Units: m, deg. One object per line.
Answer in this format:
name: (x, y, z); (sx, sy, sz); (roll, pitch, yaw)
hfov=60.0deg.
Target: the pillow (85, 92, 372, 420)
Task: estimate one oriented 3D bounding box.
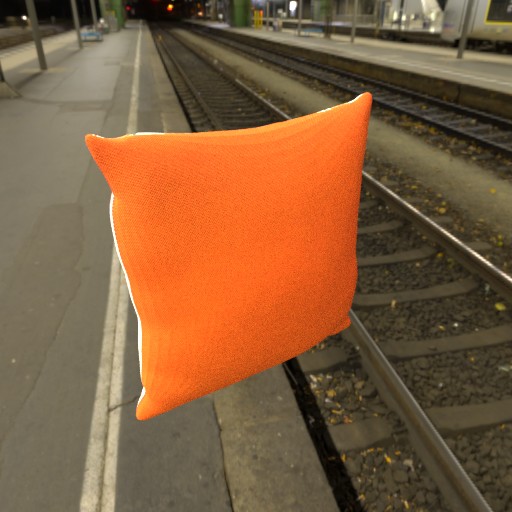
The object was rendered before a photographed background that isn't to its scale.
pillow: (0.000, 0.000, 0.678); (0.440, 0.441, 0.182); (-18, 34, -29)
